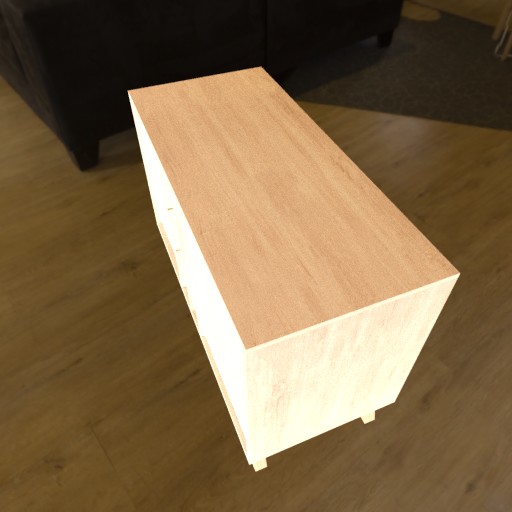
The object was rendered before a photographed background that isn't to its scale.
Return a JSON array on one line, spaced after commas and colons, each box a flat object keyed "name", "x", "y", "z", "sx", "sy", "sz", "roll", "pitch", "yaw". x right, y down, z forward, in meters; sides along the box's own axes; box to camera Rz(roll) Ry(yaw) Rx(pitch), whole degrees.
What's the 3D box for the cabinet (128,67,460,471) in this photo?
[{"name": "cabinet", "x": 0.000, "y": 0.000, "z": 1.531, "sx": 0.500, "sy": 0.780, "sz": 1.110, "roll": -17, "pitch": 49, "yaw": -15}]
